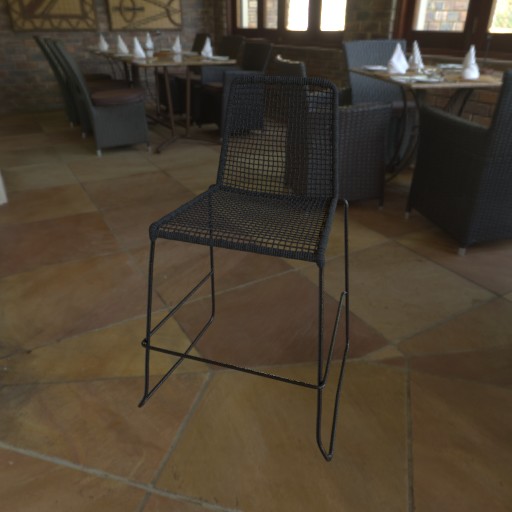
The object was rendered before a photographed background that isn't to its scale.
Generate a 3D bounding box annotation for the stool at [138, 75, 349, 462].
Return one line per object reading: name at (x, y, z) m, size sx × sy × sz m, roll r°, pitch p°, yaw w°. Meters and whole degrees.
stool at (0.000, 0.000, 1.256) m, size 0.590 × 0.905 × 0.509 m, roll 9°, pitch 29°, yaw 17°
